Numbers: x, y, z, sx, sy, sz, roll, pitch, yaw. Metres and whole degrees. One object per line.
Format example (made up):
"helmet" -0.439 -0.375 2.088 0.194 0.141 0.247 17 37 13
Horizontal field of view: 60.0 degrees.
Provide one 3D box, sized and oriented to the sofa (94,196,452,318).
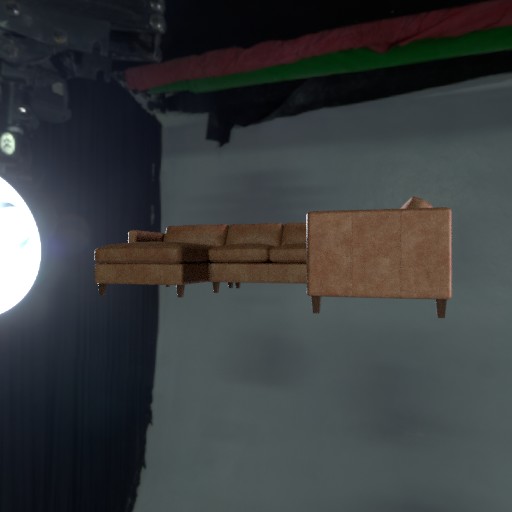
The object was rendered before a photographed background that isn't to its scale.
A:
"sofa" 0.000 0.000 4.516 3.401 0.832 2.430 0 0 17
